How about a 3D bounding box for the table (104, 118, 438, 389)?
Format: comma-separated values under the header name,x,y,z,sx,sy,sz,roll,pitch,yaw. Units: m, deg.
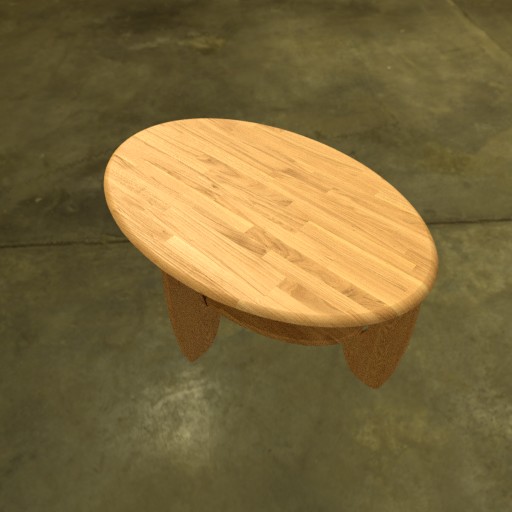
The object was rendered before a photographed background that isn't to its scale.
name,x,y,z,sx,sy,sz,roll,pitch,yaw
table,0.000,0.000,1.398,1.040,0.490,0.690,33,54,27
